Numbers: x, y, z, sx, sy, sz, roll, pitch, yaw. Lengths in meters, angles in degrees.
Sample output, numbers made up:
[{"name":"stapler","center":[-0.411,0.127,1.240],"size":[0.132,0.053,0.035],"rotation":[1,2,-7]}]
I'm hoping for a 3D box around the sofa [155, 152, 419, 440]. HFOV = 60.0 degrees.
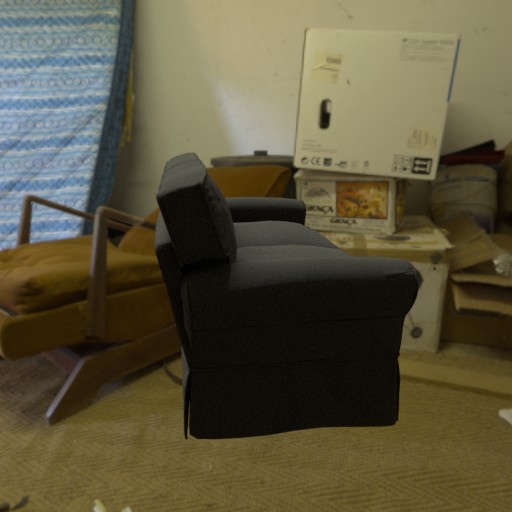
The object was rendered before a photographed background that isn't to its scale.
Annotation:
[{"name":"sofa","center":[0.000,0.000,2.422],"size":[0.997,1.059,1.801],"rotation":[-3,16,-9]}]
